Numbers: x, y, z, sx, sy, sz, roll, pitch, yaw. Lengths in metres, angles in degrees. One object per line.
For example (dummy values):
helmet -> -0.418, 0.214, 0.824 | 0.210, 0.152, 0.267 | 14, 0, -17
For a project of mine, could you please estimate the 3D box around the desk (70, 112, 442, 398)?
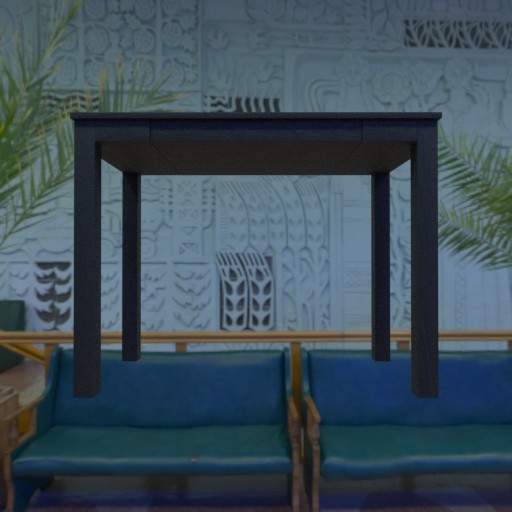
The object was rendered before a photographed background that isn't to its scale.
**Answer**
desk -> 0.000, 0.000, 1.426 | 0.991, 0.762, 0.499 | 0, 0, 0
